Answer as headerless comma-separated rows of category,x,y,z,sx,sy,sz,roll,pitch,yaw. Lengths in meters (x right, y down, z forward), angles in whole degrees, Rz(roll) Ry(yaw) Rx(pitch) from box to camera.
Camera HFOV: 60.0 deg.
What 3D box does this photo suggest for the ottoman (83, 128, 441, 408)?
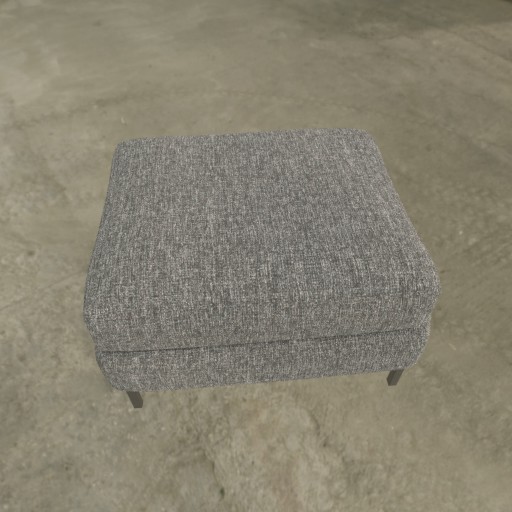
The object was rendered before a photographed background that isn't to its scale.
ottoman,0.000,0.000,1.252,0.828,0.480,0.683,-4,48,-4
